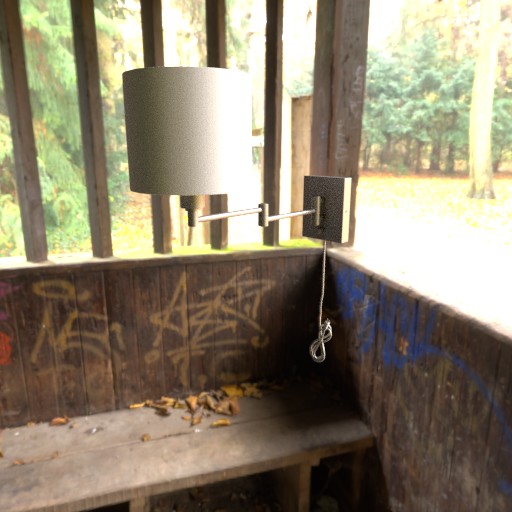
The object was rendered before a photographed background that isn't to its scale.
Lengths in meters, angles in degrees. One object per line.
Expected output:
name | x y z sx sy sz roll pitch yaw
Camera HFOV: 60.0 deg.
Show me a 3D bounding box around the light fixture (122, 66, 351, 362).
light fixture | 0.000 0.000 0.900 0.203 0.651 0.516 14 20 42
